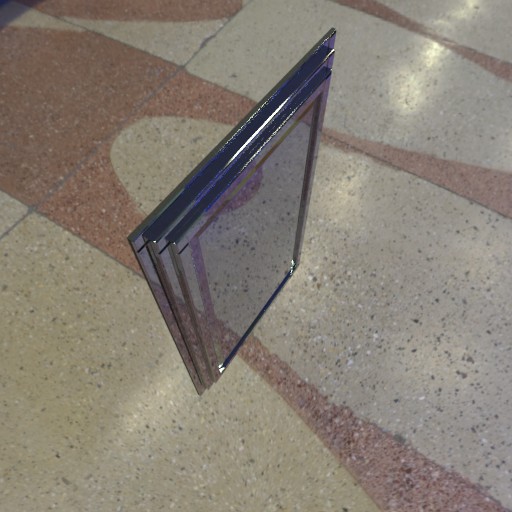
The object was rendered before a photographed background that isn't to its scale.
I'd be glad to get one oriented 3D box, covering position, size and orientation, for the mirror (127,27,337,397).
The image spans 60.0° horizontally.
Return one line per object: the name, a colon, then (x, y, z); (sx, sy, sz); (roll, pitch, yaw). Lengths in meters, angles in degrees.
mirror: (0.000, 0.000, 1.152); (0.039, 0.914, 0.613); (30, 64, 17)
